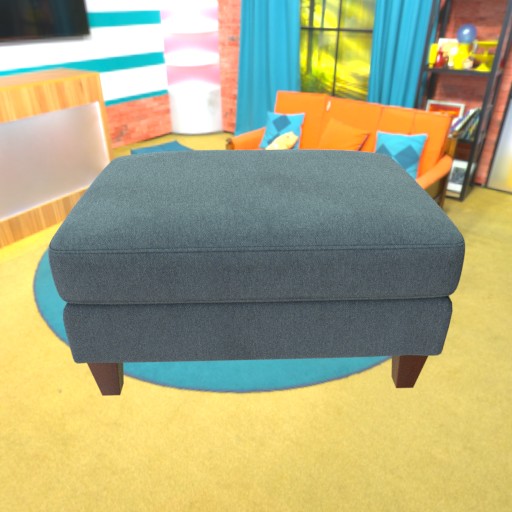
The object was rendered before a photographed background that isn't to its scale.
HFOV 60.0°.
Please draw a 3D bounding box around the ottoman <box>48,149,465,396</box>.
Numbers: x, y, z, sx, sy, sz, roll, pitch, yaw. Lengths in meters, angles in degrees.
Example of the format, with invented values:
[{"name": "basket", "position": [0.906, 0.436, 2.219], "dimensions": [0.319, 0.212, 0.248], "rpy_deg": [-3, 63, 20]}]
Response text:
[{"name": "ottoman", "position": [0.000, 0.000, 1.194], "dimensions": [0.864, 0.483, 0.584], "rpy_deg": [-1, 30, -2]}]
